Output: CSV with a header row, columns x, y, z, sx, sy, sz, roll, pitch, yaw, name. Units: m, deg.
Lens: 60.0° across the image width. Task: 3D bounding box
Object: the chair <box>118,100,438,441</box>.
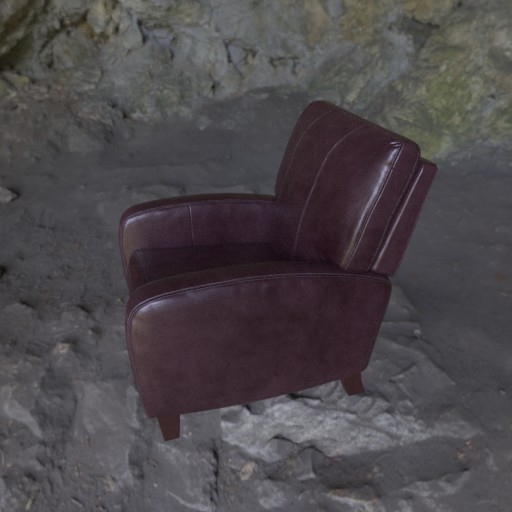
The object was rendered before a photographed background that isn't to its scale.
x,y,z,sx,sy,sz,roll,pitch,yaw,name
0.000,0.000,1.672,0.990,0.990,0.762,-9,31,-14,chair
